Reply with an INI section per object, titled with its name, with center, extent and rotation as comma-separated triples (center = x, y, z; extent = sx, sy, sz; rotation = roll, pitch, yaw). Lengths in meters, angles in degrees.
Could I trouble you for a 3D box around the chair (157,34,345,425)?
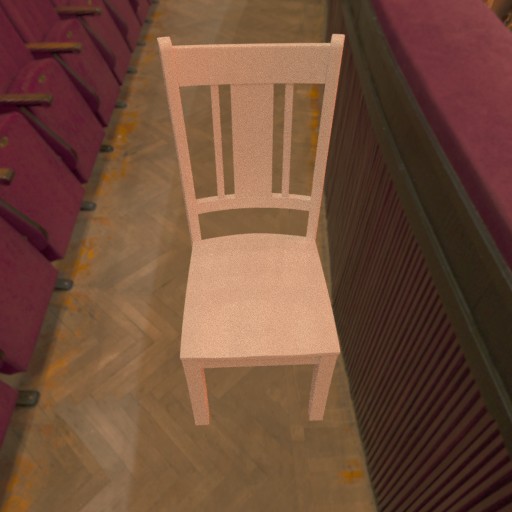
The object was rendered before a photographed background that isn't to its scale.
[chair]
center = 0.000, 0.000, 1.249
extent = 0.450, 0.998, 0.555
rotation = -2, 47, -2
